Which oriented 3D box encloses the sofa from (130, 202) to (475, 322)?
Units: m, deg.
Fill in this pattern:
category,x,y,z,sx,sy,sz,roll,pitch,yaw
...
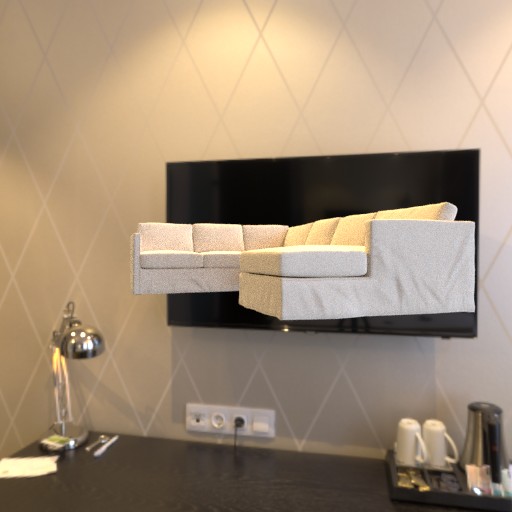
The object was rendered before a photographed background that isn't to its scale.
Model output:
category,x,y,z,sx,sy,sz,roll,pitch,yaw
sofa,0.000,0.000,4.621,2.427,0.882,3.460,0,0,-18
